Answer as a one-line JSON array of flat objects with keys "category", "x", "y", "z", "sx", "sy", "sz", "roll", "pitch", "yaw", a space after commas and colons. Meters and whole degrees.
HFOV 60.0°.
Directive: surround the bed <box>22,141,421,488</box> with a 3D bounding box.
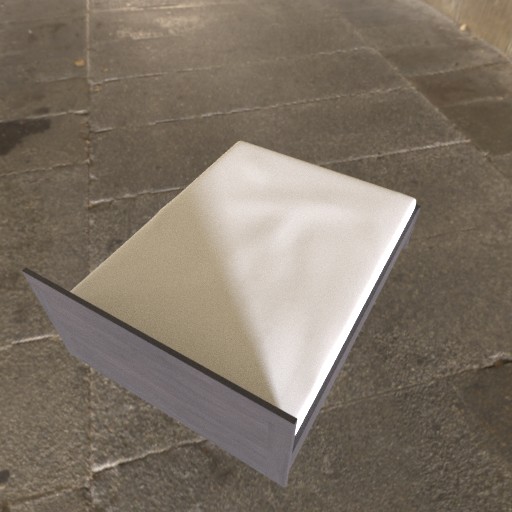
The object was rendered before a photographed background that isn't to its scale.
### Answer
[{"category": "bed", "x": 0.000, "y": 0.000, "z": 2.920, "sx": 1.585, "sy": 0.823, "sz": 2.073, "roll": 23, "pitch": 51, "yaw": 20}]
